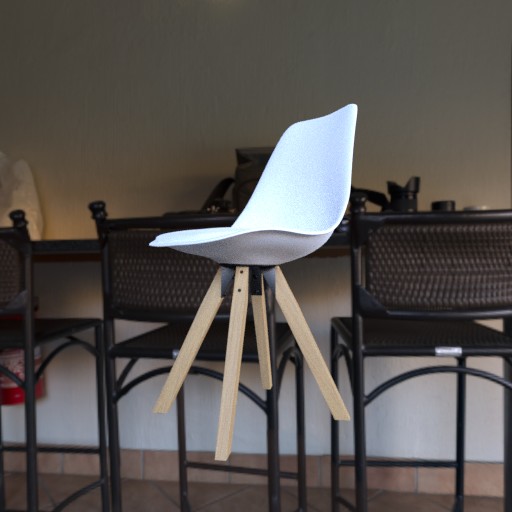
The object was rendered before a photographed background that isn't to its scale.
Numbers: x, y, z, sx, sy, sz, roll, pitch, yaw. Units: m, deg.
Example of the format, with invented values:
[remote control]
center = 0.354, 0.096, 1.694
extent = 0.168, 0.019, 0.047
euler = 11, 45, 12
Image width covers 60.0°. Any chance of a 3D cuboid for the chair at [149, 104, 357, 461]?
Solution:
[chair]
center = 0.000, 0.000, 1.189
extent = 0.550, 0.849, 0.485
euler = 0, 1, -36
